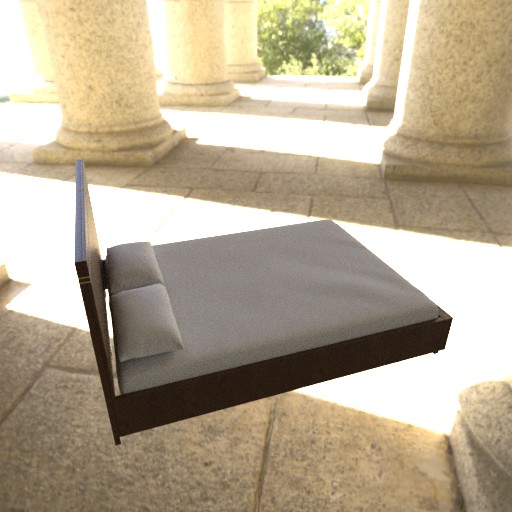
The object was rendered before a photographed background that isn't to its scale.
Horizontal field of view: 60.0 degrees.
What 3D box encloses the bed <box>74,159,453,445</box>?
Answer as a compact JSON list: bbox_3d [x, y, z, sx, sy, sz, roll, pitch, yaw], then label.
[{"bbox_3d":[0.000,0.000,3.172,2.221,1.169,1.613,-10,30,-17],"label":"bed"}]
